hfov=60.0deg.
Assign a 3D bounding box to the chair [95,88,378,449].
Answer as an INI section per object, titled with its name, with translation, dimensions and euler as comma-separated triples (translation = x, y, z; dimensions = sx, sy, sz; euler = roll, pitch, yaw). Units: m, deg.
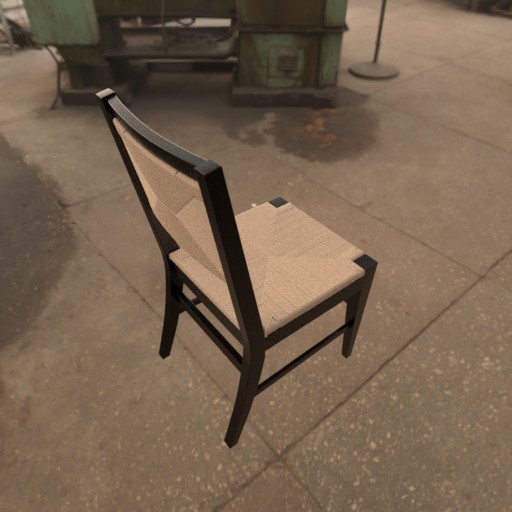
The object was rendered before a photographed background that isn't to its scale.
[chair]
translation = 0.000, 0.000, 1.251
dimensions = 0.552, 0.927, 0.437
euler = -27, 48, -28
